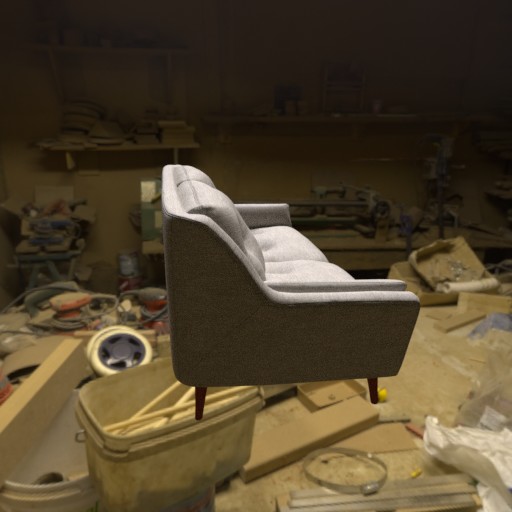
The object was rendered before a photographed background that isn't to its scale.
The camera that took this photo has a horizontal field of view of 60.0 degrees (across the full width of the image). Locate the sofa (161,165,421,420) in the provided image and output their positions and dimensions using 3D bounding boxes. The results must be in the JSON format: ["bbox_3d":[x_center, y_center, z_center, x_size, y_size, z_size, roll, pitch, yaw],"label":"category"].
[{"bbox_3d":[0.000,0.000,2.453,0.976,0.897,1.930,-3,17,-11],"label":"sofa"}]
